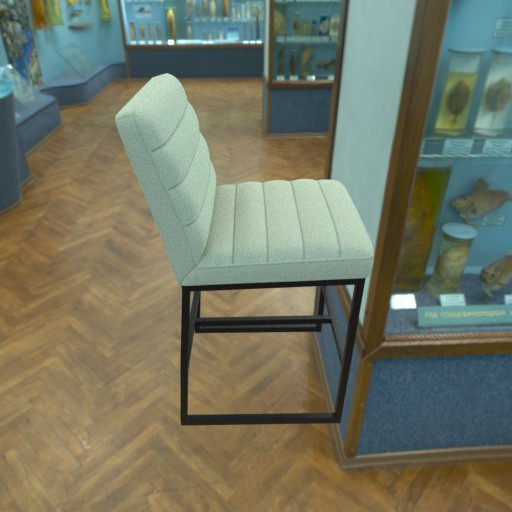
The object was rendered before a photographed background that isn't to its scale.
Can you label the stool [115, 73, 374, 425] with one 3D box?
[{"bbox_3d":[0.000,0.000,1.290,0.560,0.940,0.460,-1,32,-1],"label":"stool"}]
